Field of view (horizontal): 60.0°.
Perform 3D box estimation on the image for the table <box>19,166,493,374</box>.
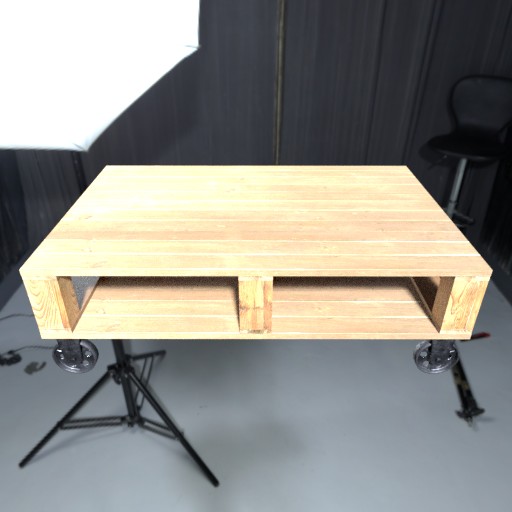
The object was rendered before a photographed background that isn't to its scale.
[{"bbox_3d":[0.000,0.000,1.676,1.299,0.413,0.827,0,31,0],"label":"table"}]
